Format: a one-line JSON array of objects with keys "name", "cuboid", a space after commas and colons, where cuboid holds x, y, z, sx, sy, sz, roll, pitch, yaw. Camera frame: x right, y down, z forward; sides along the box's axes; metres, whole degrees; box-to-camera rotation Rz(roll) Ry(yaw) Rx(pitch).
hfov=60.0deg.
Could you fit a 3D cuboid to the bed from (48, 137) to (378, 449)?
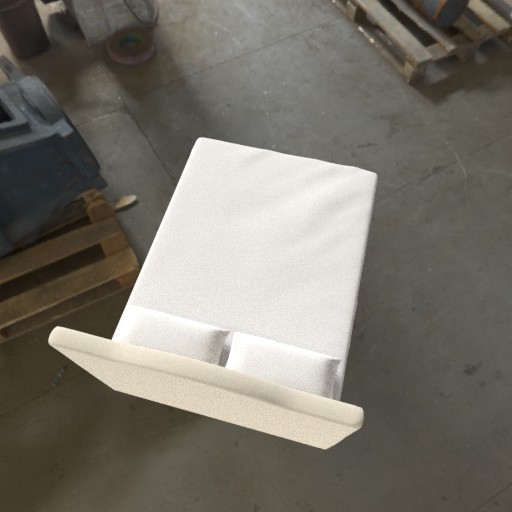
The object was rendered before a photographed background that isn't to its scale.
[{"name": "bed", "cuboid": [0.000, 0.000, 3.274, 1.741, 1.449, 2.196, 13, 63, 7]}]
